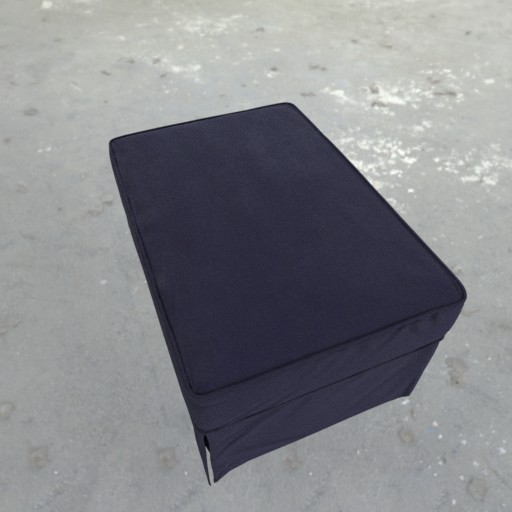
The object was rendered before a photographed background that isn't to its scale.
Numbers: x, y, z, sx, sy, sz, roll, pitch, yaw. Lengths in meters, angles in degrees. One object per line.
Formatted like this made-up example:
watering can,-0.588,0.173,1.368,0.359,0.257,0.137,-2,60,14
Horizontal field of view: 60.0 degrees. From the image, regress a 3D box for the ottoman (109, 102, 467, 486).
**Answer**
ottoman,0.000,0.000,1.284,0.637,0.503,0.938,-17,49,-15
